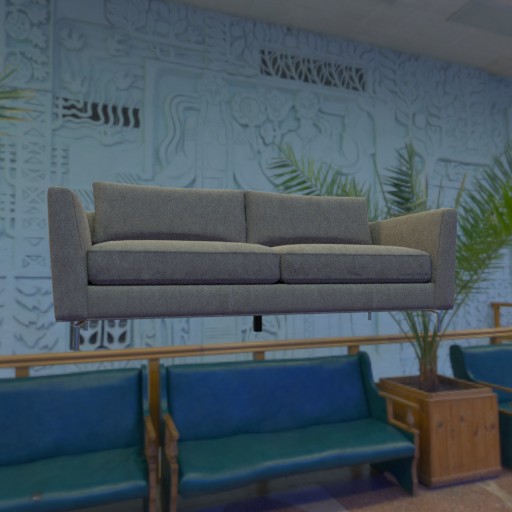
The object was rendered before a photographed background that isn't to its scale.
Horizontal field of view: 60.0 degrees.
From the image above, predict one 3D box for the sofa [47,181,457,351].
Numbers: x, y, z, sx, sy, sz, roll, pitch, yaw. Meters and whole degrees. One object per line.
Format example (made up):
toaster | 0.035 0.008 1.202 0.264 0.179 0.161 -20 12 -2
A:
sofa | 0.000 0.000 2.568 2.121 0.864 0.889 1 -2 -18
